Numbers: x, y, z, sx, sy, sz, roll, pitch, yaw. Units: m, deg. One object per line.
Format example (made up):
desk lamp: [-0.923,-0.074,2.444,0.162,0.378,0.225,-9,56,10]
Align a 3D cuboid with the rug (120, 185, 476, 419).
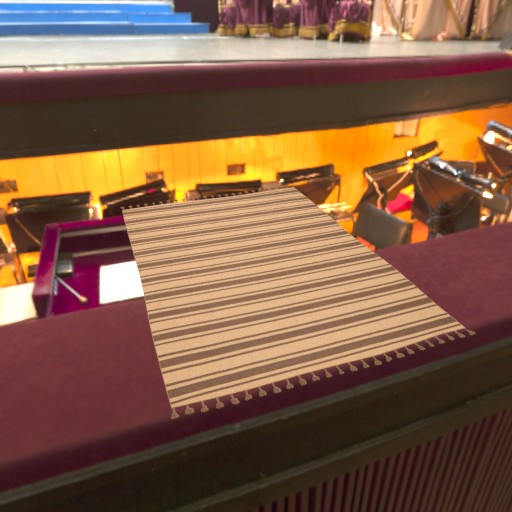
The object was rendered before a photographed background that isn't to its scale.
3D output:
rug: [0.000,0.000,3.858,2.030,0.017,3.040,-10,31,-17]
